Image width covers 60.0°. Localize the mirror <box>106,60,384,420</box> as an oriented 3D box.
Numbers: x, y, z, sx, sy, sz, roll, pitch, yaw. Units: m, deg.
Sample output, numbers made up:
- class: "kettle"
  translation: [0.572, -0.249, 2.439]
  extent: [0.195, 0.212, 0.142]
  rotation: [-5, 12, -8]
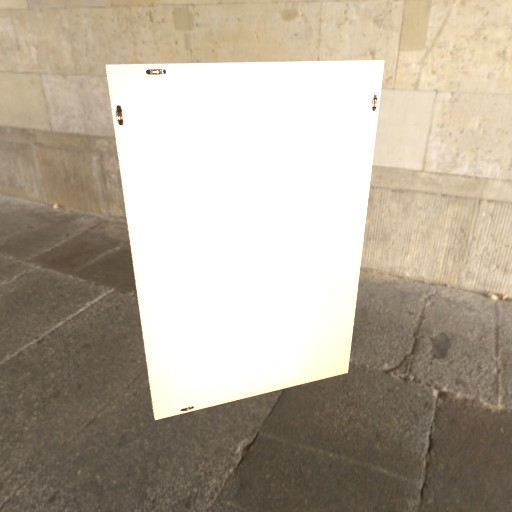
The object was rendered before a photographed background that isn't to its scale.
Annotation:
- class: "mirror"
  translation: [0.000, 0.000, 1.142]
  extent: [0.609, 0.915, 0.041]
  rotation: [-9, 28, -17]
